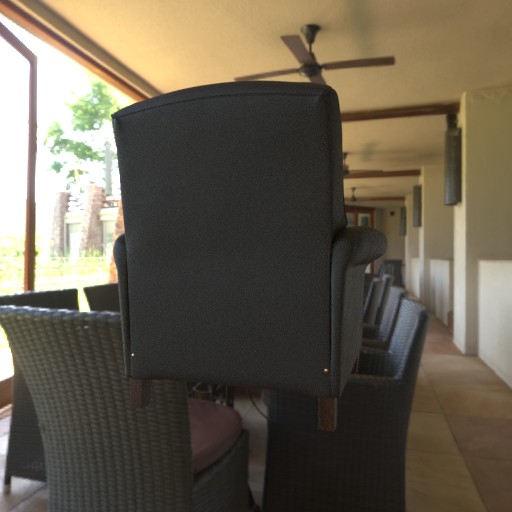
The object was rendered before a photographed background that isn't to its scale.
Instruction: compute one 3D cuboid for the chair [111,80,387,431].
[{"bbox_3d":[0.000,0.000,1.761,0.978,1.061,0.902,0,0,18],"label":"chair"}]
